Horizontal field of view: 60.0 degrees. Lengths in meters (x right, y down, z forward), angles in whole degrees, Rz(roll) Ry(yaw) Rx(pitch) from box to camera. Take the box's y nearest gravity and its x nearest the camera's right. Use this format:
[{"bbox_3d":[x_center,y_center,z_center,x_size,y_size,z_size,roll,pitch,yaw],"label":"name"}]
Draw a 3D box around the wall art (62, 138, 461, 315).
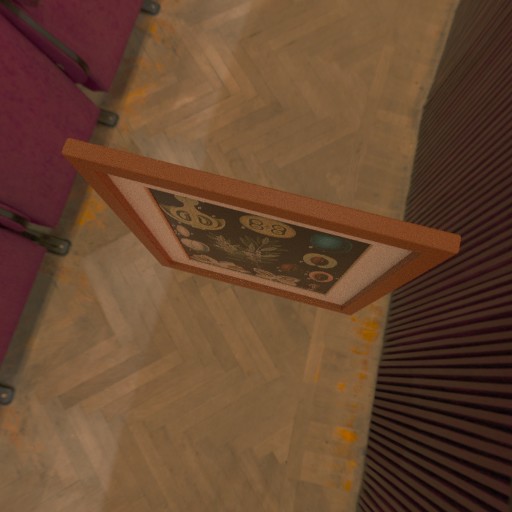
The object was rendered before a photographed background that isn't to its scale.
[{"bbox_3d":[0.000,0.000,0.518,0.310,0.379,0.015,15,76,4],"label":"wall art"}]
